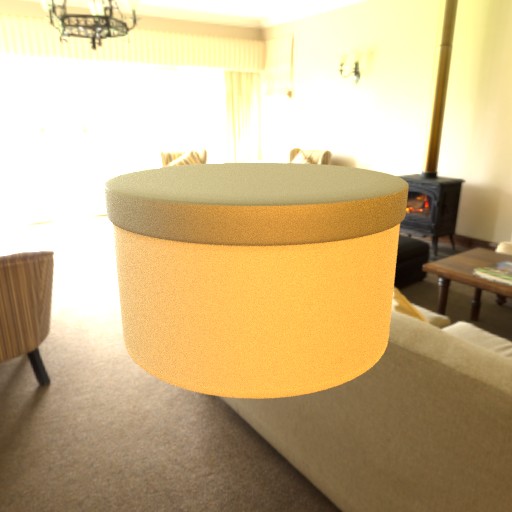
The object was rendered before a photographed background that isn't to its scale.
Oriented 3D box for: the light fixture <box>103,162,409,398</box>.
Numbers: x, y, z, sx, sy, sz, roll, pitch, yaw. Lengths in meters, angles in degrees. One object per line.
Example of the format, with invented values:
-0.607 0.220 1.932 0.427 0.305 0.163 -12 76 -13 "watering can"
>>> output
0.000 0.000 0.634 0.393 0.229 0.393 0 17 0 "light fixture"
